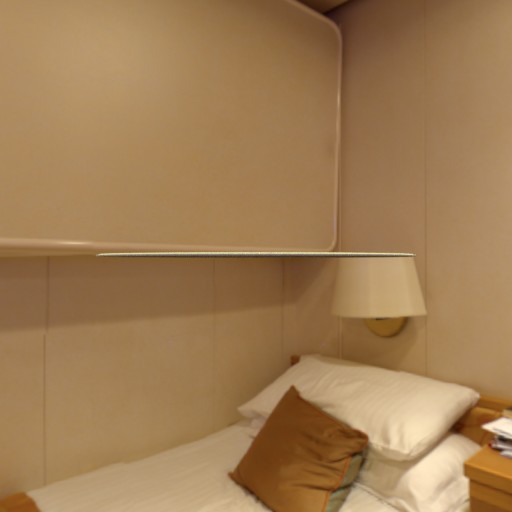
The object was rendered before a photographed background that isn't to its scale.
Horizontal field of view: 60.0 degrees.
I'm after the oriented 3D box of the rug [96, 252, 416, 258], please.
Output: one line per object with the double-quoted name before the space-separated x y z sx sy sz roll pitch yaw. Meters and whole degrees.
"rug" 0.000 0.000 2.346 1.593 0.012 1.593 0 -1 0
